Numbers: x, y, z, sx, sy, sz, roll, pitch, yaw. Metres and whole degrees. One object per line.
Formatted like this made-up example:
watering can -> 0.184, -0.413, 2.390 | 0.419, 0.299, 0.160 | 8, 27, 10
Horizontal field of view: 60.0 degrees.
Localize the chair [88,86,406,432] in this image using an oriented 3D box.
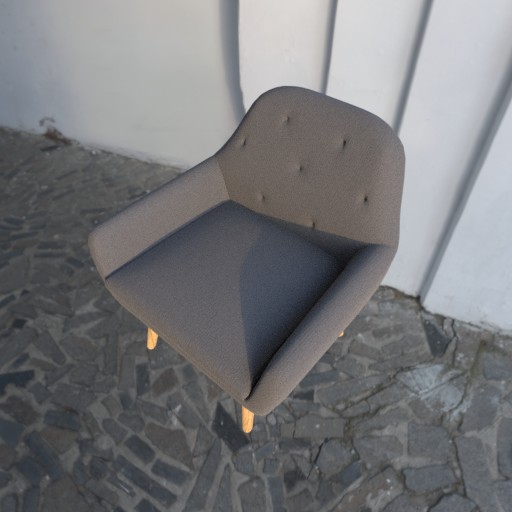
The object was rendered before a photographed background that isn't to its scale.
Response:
chair -> 0.000, 0.000, 1.438 | 0.770, 0.800, 0.779 | 32, 54, 27
